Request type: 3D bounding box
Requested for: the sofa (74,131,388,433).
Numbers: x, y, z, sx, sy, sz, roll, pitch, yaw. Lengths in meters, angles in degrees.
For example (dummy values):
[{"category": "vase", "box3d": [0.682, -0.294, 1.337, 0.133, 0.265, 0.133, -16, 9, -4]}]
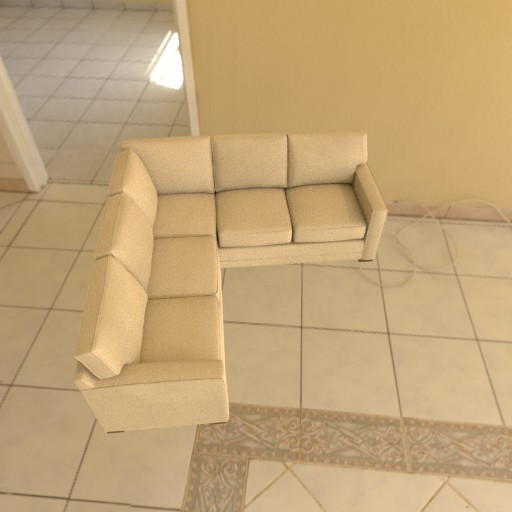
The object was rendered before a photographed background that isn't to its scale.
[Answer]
[{"category": "sofa", "box3d": [0.000, 0.000, 3.382, 2.189, 0.939, 2.182, -4, 46, -3]}]
